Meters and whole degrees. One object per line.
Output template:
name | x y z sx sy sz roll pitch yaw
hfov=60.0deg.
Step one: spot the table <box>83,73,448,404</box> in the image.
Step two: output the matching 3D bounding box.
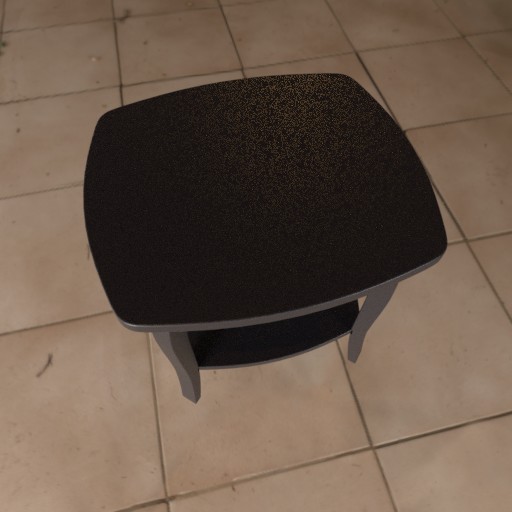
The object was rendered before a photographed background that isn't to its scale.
table | 0.000 0.000 0.855 0.508 0.457 0.457 -12 59 -7
